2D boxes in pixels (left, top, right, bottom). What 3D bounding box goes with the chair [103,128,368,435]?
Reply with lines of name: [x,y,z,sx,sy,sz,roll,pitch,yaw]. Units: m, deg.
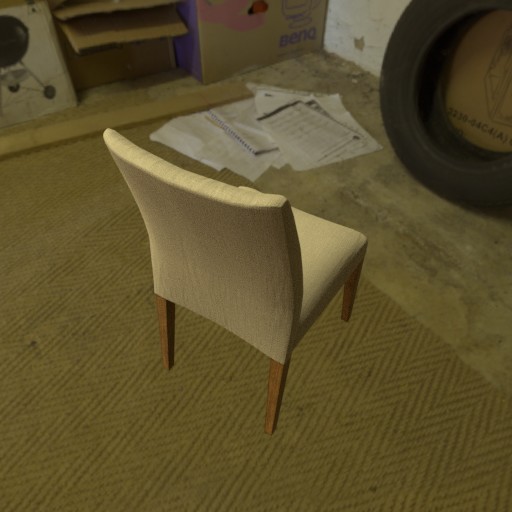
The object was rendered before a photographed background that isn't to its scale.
chair: [0.000,0.000,1.296,0.496,0.940,0.585,25,52,22]
